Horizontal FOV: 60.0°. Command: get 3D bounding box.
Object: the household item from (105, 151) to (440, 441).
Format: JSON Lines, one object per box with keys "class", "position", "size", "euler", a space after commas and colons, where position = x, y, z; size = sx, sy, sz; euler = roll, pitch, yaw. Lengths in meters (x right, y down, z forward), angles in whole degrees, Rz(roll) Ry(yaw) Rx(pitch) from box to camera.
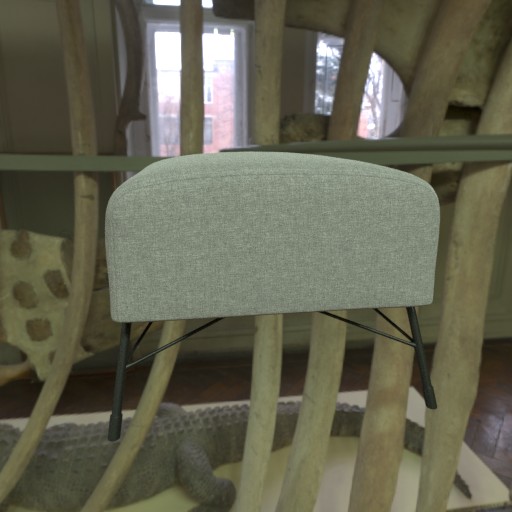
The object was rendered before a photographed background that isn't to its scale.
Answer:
{"class": "household item", "position": [0.000, 0.000, 0.895], "size": [0.530, 0.410, 0.530], "euler": [-2, 15, -9]}
